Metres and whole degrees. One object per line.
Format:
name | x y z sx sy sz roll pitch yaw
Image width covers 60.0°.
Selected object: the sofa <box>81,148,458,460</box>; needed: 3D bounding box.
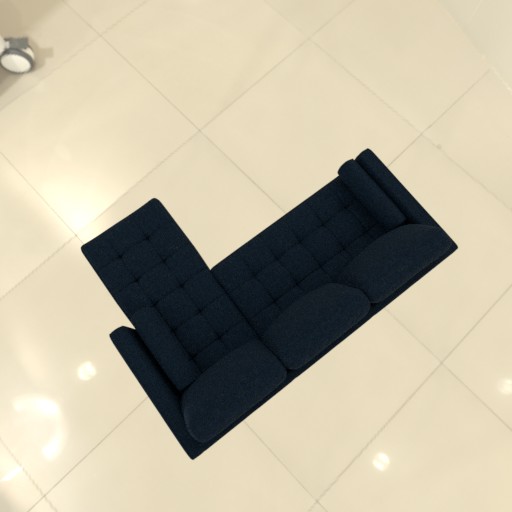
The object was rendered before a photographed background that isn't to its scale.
sofa | 0.000 0.000 3.077 2.185 0.841 1.613 -36 78 -9
